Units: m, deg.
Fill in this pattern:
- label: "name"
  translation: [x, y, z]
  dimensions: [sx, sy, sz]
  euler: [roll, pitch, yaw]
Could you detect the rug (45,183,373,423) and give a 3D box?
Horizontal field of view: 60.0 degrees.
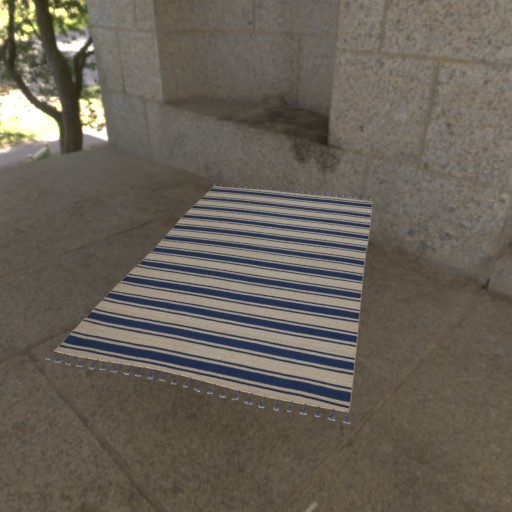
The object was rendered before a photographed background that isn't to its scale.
- label: "rug"
  translation: [0.000, 0.000, 2.561]
  dimensions: [1.248, 0.009, 2.108]
  euler: [8, 31, 13]
